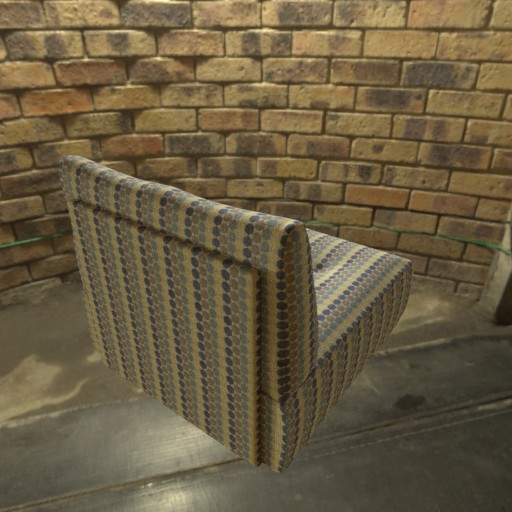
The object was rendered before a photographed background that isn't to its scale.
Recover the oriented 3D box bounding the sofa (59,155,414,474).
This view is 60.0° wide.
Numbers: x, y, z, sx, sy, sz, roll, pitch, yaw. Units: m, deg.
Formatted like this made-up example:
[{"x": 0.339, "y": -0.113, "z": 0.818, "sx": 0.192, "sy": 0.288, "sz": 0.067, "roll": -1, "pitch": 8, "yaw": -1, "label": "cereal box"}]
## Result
[{"x": 0.000, "y": 0.000, "z": 1.693, "sx": 0.930, "sy": 0.830, "sz": 1.000, "roll": 20, "pitch": 35, "yaw": 32, "label": "sofa"}]
